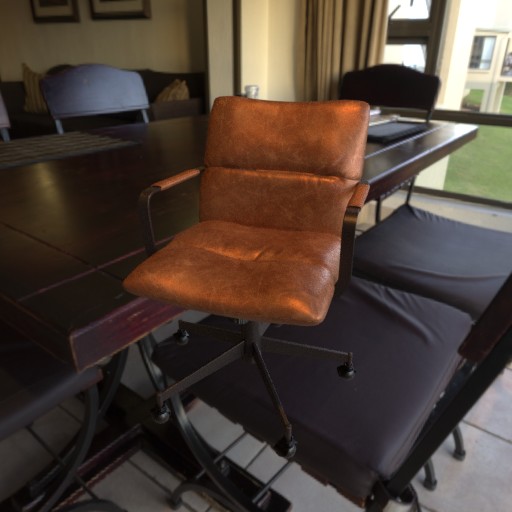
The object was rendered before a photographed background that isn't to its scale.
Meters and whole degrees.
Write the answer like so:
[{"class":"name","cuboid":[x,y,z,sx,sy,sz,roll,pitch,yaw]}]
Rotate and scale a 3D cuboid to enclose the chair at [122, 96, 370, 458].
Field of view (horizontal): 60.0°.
[{"class":"chair","cuboid":[0.000,0.000,1.462,0.727,0.922,0.754,8,27,16]}]
